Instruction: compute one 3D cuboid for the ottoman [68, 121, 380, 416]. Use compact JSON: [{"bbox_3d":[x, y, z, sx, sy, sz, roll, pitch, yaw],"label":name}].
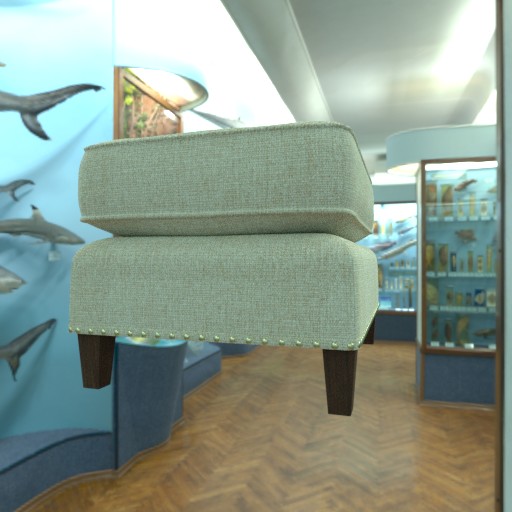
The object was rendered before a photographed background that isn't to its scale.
[{"bbox_3d":[0.000,0.000,1.146,0.589,0.537,0.738,0,-1,18],"label":"ottoman"}]
